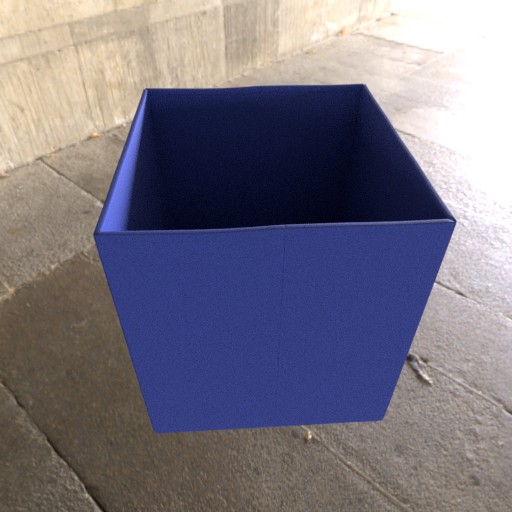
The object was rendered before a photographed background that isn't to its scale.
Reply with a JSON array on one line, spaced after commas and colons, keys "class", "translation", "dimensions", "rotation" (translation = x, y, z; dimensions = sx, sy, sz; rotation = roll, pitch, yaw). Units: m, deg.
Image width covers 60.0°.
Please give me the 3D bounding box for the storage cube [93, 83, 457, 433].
[{"class": "storage cube", "translation": [0.000, 0.000, 0.494], "dimensions": [0.270, 0.280, 0.270], "rotation": [-2, 41, -3]}]
